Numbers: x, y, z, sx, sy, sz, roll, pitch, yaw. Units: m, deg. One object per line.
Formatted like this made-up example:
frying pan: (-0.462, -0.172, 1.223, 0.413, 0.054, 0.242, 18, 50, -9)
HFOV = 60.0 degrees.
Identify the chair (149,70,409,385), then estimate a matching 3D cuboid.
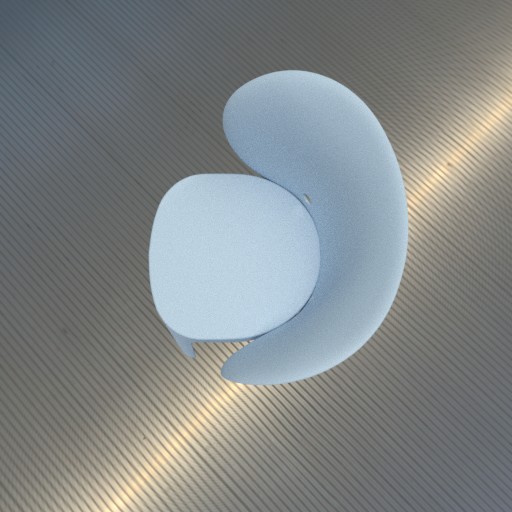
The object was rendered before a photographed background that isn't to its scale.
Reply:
chair: (0.000, 0.000, 0.850, 0.402, 0.554, 0.451, -1, 77, 0)
